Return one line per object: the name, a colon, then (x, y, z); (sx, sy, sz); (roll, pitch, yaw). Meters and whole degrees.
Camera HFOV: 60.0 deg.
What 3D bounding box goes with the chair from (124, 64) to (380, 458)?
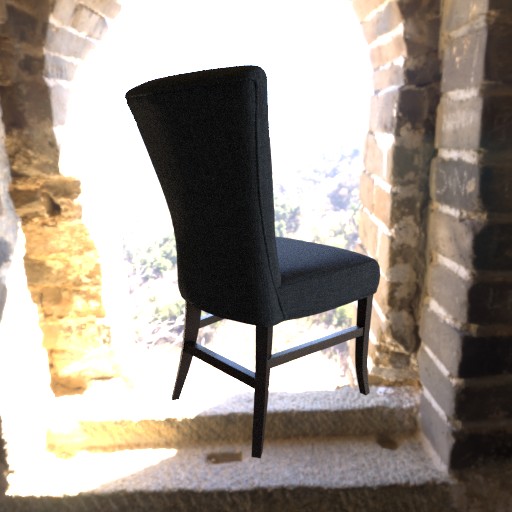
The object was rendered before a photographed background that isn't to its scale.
chair: (0.000, 0.000, 1.363); (0.660, 0.991, 0.520); (-13, 19, -43)
